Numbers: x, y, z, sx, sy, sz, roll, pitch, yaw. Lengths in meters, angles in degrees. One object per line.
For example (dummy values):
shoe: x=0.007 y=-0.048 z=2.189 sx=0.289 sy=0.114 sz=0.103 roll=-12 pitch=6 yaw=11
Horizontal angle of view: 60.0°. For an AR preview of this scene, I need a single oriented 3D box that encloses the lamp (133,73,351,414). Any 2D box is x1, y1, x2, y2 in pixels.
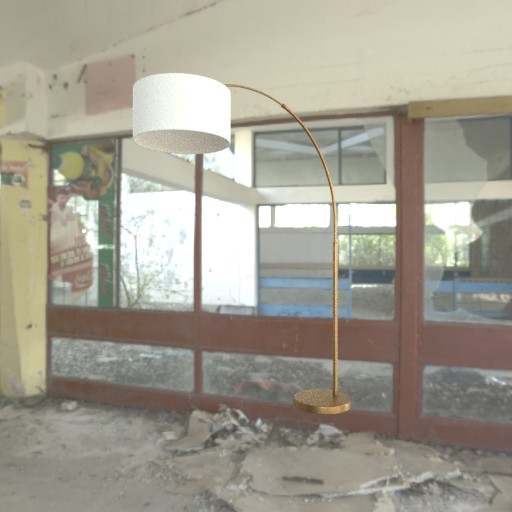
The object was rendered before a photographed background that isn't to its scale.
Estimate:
lamp: x=0.000 y=0.000 z=2.563 sx=1.434 sy=1.927 sz=0.493 roll=0 pitch=0 yaw=-36
